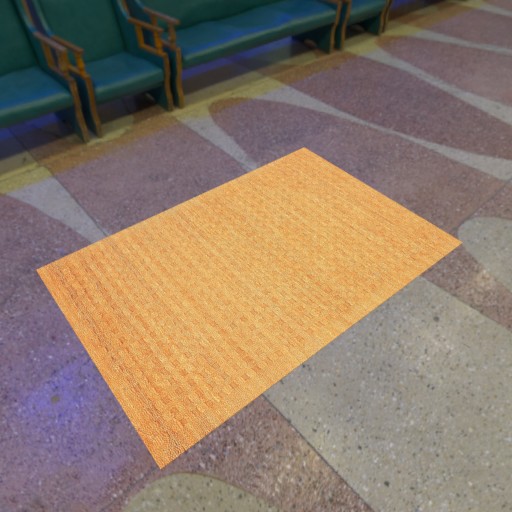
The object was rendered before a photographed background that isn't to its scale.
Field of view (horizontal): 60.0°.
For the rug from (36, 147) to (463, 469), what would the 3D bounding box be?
[{"bbox_3d":[0.000,0.000,2.847,2.285,0.006,1.524,-30,52,-26],"label":"rug"}]
